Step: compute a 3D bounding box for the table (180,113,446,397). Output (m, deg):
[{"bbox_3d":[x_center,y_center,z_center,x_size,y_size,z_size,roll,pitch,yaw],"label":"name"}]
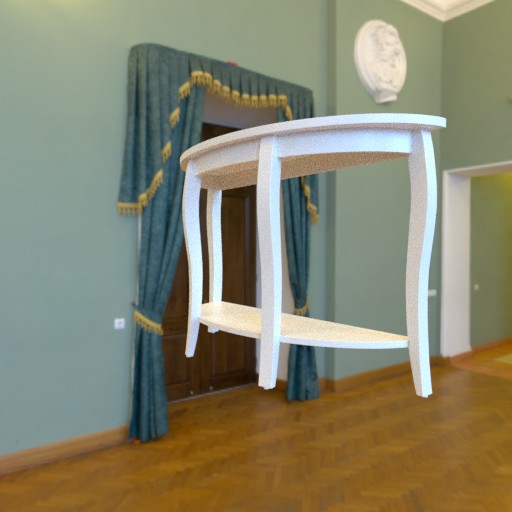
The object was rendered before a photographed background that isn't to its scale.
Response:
[{"bbox_3d":[0.000,0.000,1.602,0.394,0.780,1.219,-1,2,-37],"label":"table"}]
